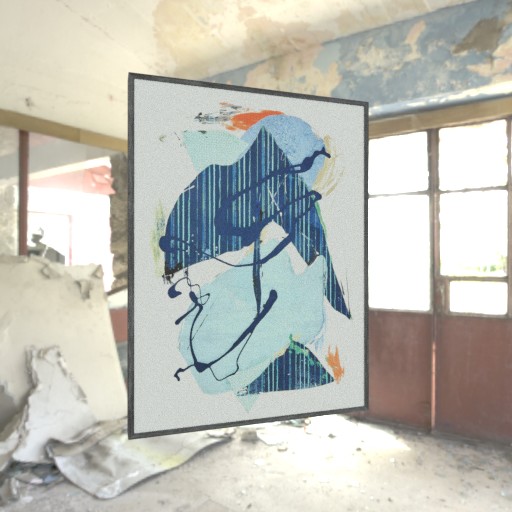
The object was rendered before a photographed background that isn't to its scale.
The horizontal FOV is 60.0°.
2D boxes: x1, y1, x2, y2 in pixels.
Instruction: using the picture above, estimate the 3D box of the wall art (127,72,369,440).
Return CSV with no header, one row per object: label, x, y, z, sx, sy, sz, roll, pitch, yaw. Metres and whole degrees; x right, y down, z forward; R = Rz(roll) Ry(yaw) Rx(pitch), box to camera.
wall art,0.000,0.000,1.372,0.762,1.016,0.063,0,0,-18
